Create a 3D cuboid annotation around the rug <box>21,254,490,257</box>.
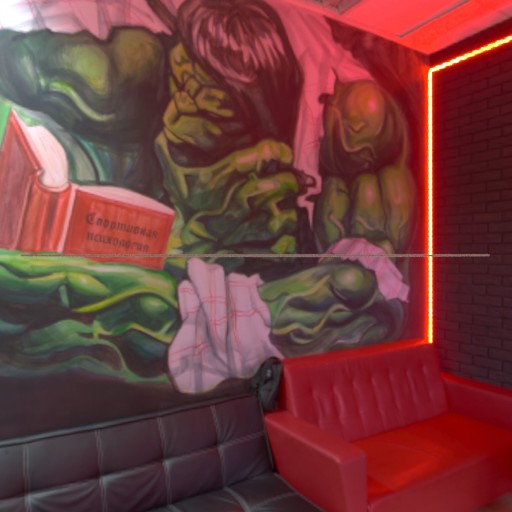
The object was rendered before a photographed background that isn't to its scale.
[{"bbox_3d":[0.000,0.000,3.472,2.584,0.011,2.073,0,0,1],"label":"rug"}]
